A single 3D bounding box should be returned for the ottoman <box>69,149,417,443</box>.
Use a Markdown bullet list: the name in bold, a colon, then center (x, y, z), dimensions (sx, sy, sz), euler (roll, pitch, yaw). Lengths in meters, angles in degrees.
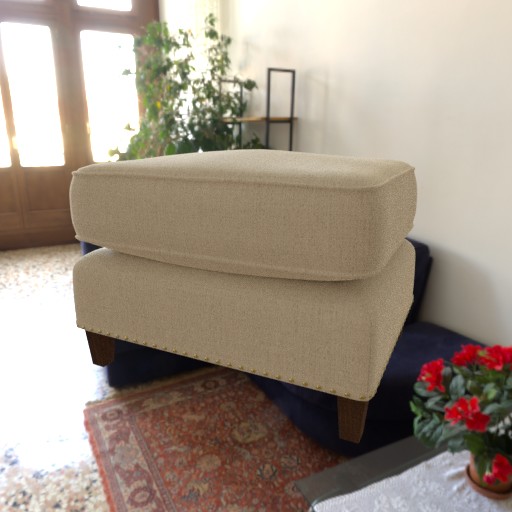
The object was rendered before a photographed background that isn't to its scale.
- **ottoman**: center (0.000, 0.000, 1.146), dimensions (0.738, 0.537, 0.589), euler (8, 17, 25)
